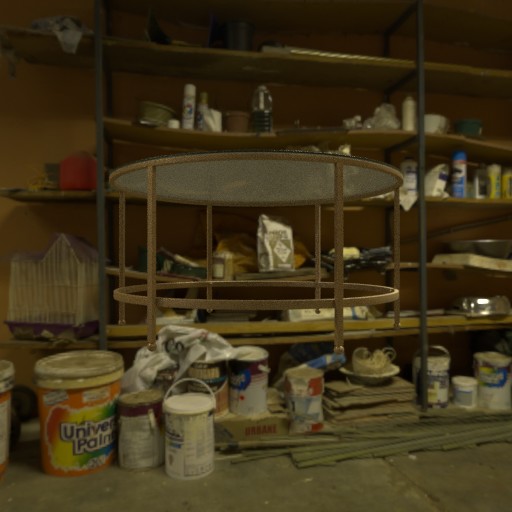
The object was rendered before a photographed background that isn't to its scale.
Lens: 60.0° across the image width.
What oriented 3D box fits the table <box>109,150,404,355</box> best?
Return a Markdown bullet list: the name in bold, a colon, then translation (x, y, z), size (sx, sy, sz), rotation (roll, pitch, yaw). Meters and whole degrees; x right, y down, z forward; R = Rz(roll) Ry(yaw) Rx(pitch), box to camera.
- **table**: translation (0.000, 0.000, 1.446), size (0.914, 0.470, 0.914), rotation (0, 0, 0)
